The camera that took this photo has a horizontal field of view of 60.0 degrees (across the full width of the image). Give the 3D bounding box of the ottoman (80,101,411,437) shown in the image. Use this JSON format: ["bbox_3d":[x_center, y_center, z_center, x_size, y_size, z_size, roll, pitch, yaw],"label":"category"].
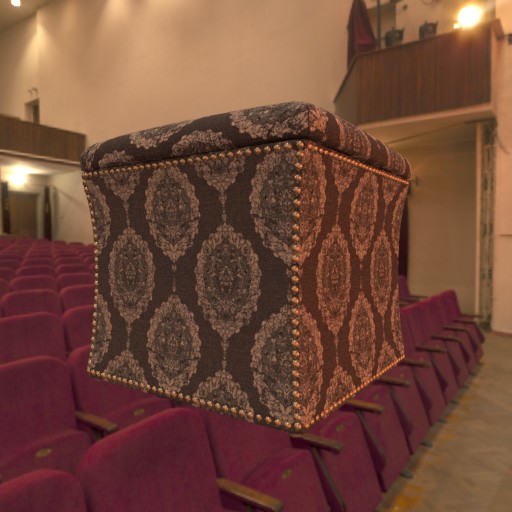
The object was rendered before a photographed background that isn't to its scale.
[{"bbox_3d":[0.000,0.000,0.901,0.507,0.475,0.497,1,2,35],"label":"ottoman"}]
